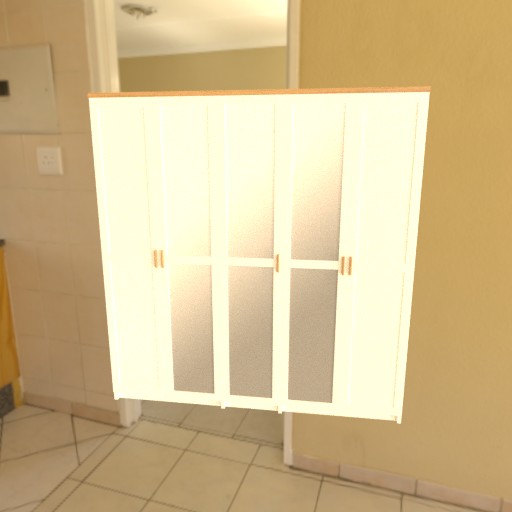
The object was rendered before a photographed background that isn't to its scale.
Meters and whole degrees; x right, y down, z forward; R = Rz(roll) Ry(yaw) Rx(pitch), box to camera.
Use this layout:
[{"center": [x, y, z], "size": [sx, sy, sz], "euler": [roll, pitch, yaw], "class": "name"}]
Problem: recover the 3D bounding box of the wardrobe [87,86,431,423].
[{"center": [0.000, 0.000, 3.288], "size": [2.160, 2.260, 0.590], "euler": [2, 14, 8], "class": "wardrobe"}]
